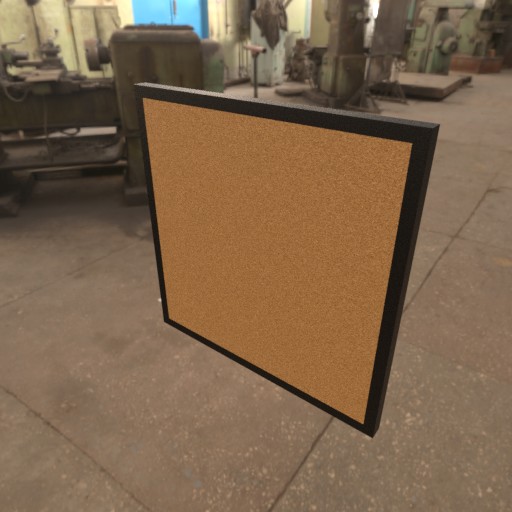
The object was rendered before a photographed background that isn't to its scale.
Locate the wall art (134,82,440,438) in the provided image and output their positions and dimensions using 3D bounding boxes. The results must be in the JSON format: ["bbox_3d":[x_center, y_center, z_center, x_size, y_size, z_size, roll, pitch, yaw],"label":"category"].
[{"bbox_3d":[0.000,0.000,1.130,0.762,0.762,0.038,21,36,32],"label":"wall art"}]
